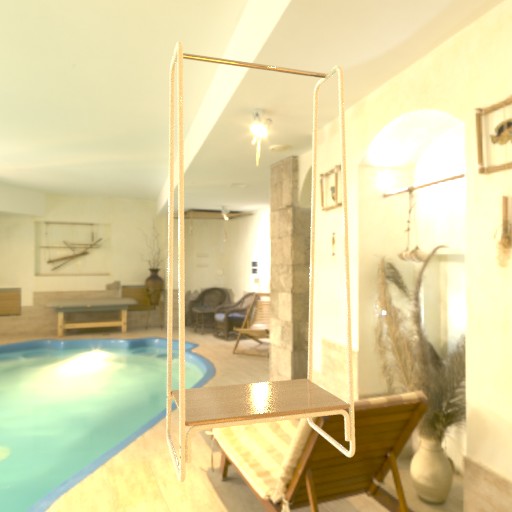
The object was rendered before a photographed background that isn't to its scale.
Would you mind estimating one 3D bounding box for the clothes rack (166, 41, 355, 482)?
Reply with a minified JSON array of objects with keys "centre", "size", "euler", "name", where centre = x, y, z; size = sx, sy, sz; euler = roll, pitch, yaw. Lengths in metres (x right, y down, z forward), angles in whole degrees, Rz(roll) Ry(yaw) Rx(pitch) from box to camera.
[{"centre":[0.000,0.000,1.717],"size":[0.640,1.500,0.400],"euler":[0,-1,-18],"name":"clothes rack"}]
